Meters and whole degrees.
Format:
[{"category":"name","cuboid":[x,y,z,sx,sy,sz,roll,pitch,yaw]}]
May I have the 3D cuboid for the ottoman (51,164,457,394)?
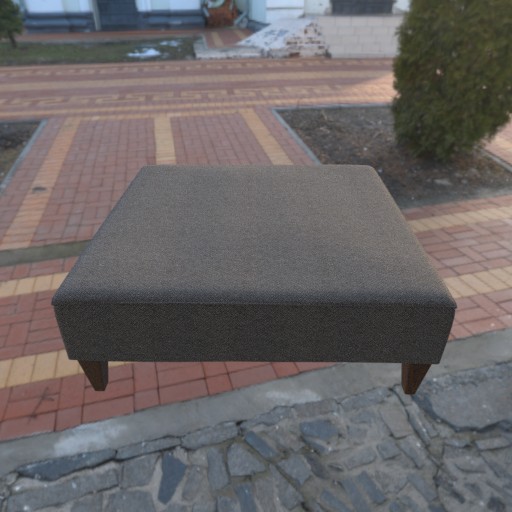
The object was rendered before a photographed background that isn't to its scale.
[{"category":"ottoman","cuboid":[0.000,0.000,1.533,0.981,0.378,0.970,0,31,1]}]
